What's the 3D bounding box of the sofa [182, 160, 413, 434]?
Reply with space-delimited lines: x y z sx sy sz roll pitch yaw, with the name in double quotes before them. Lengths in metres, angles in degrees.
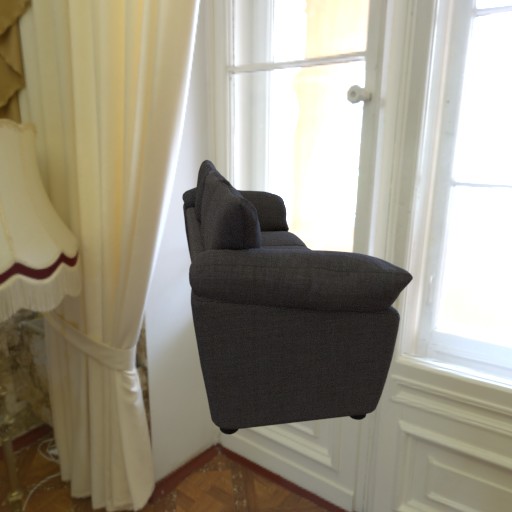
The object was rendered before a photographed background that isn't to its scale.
"sofa" 0.000 0.000 2.829 0.883 1.080 2.336 -3 16 -9
